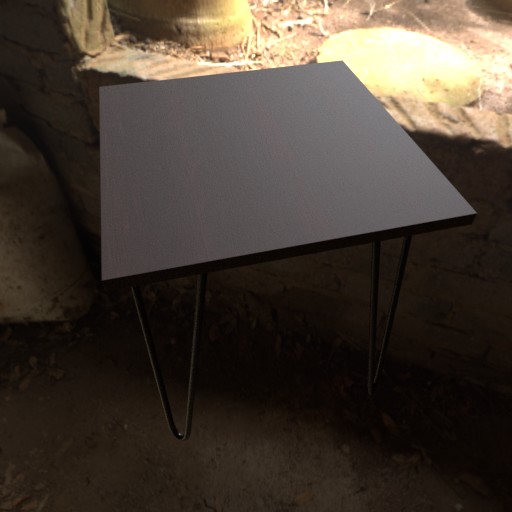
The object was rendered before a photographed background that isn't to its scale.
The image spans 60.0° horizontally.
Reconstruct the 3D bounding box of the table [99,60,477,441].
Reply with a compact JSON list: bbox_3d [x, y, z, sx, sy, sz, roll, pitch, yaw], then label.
[{"bbox_3d":[0.000,0.000,0.928,0.495,0.559,0.495,-10,48,-9],"label":"table"}]
